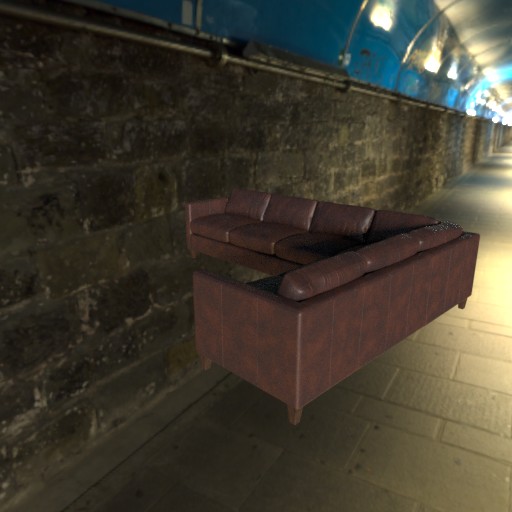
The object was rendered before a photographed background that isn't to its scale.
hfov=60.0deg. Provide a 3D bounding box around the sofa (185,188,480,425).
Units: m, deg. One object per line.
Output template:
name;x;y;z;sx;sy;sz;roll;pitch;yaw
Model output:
sofa;0.000;0.000;4.206;2.438;0.836;3.152;-15;22;-42
